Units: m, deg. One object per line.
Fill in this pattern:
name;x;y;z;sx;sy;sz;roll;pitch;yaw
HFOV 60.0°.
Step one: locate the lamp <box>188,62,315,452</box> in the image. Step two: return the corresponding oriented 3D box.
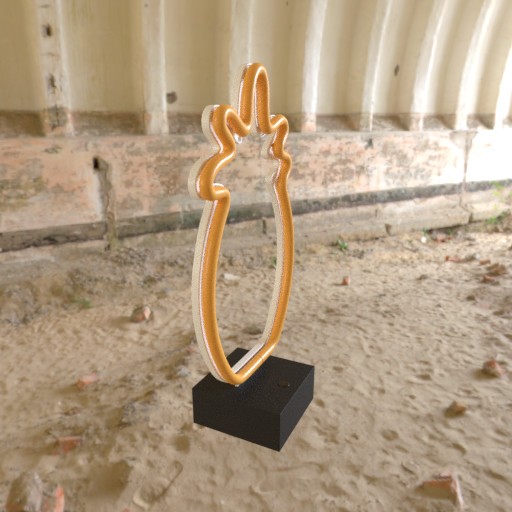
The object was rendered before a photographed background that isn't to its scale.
lamp;0.000;0.000;0.392;0.088;0.317;0.167;8;18;25
